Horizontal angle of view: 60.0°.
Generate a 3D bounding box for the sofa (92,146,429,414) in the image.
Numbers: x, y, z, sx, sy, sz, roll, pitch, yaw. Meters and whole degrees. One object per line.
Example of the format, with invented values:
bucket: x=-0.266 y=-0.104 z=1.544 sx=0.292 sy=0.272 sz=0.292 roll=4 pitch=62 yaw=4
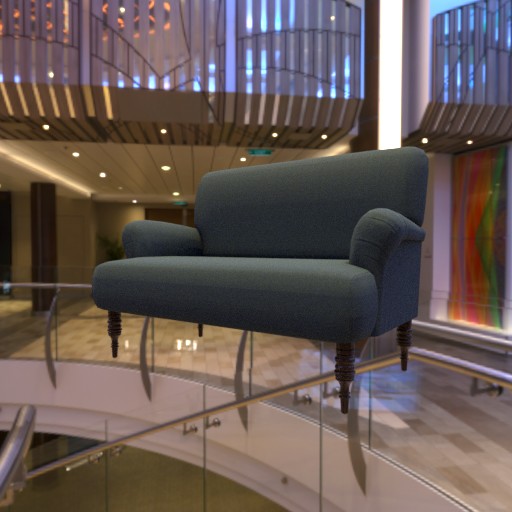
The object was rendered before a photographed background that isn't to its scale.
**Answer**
sofa: x=0.000 y=0.000 z=1.839 sx=1.297 sy=0.889 sz=0.779 roll=1 pitch=2 yaw=36
